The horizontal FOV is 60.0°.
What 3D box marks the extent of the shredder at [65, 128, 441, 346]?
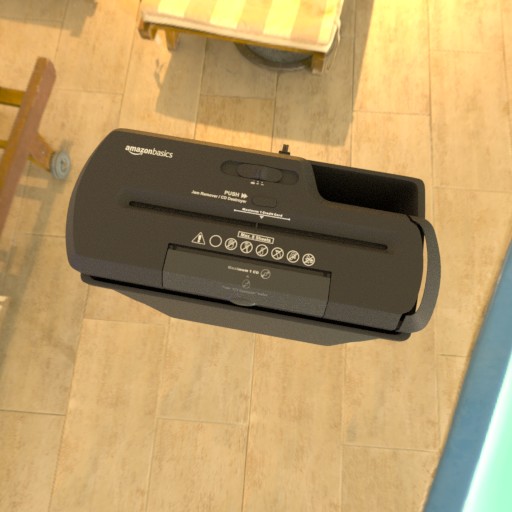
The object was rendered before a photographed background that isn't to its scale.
[{"bbox_3d":[0.000,0.000,0.524,0.320,0.335,0.170,10,76,3],"label":"shredder"}]
